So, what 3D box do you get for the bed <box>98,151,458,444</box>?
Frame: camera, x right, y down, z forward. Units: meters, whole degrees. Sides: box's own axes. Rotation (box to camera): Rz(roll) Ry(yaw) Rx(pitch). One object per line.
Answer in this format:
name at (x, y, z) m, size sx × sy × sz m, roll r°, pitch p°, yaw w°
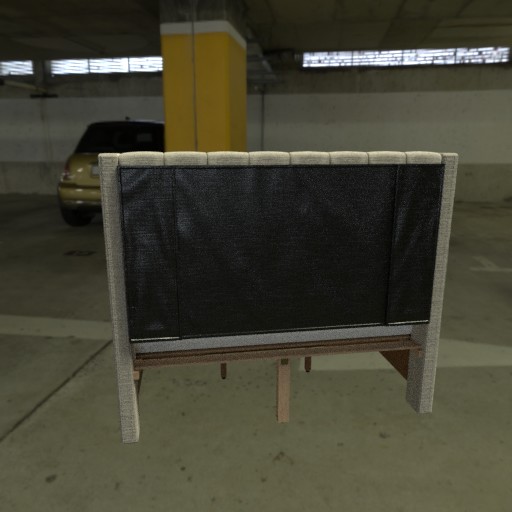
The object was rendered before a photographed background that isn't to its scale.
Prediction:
bed at (0.000, 0.000, 3.775) m, size 2.044 × 1.748 × 2.372 m, roll -2°, pitch 14°, yaw -9°
